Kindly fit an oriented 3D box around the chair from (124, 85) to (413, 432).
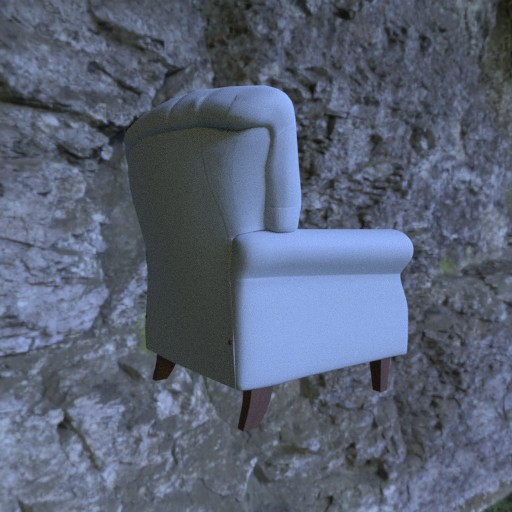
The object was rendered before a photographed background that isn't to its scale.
[{"bbox_3d":[0.000,0.000,2.061,1.128,1.217,1.090,0,1,-36],"label":"chair"}]
